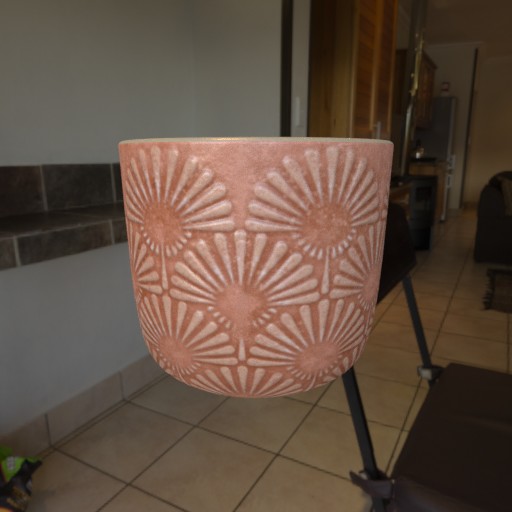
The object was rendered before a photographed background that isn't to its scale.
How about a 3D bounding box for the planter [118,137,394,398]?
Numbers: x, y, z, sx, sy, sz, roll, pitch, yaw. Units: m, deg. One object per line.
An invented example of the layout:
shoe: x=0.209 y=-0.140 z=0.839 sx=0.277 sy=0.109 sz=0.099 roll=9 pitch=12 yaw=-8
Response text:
planter: x=0.000 y=0.000 z=0.220 sx=0.124 sy=0.109 sz=0.124 roll=0 pitch=13 yaw=0
